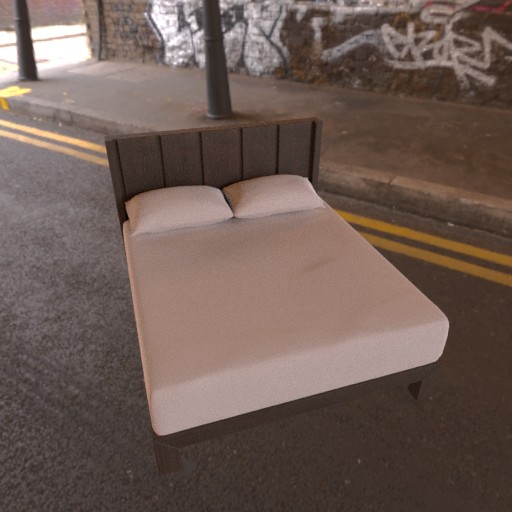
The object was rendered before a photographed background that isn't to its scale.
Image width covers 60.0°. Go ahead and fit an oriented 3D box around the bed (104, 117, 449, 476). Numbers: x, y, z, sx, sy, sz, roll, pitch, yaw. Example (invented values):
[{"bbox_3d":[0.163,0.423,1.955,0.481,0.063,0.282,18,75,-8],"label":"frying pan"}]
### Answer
[{"bbox_3d":[0.000,0.000,3.068,1.735,1.261,1.992,-10,33,-15],"label":"bed"}]
